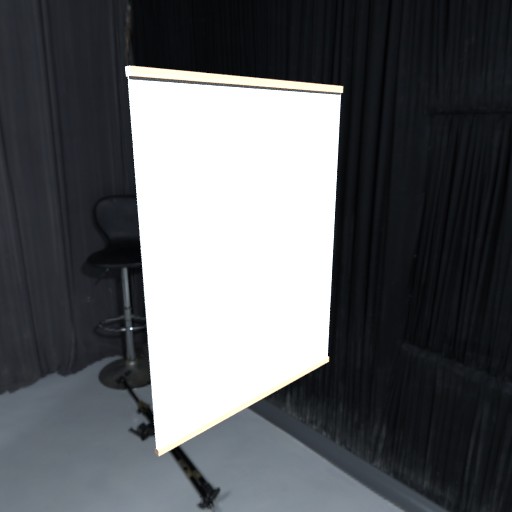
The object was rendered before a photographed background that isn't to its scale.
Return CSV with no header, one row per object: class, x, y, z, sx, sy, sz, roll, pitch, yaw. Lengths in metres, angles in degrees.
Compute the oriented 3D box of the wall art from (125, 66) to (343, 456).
wall art,0.000,0.000,0.814,0.459,0.608,0.012,-15,22,-41
